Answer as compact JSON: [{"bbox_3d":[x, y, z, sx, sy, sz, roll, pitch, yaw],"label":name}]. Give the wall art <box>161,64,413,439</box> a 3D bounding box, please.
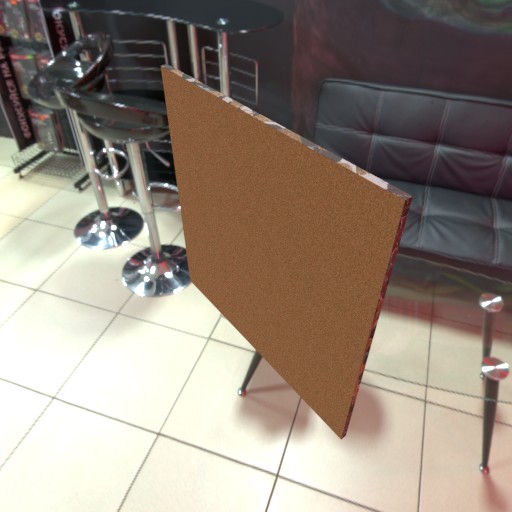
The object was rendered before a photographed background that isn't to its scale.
[{"bbox_3d":[0.000,0.000,0.613,0.010,0.406,0.404,-27,48,-27],"label":"wall art"}]
